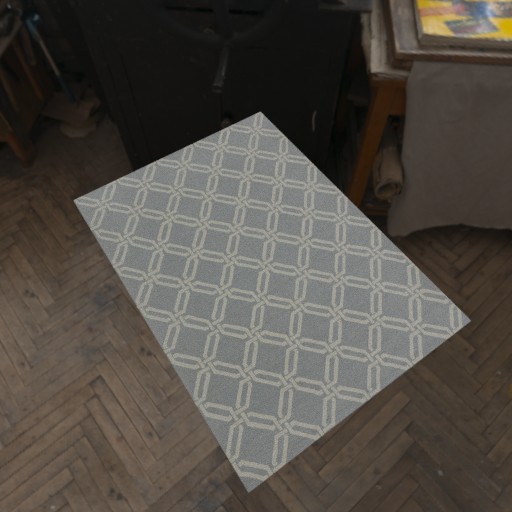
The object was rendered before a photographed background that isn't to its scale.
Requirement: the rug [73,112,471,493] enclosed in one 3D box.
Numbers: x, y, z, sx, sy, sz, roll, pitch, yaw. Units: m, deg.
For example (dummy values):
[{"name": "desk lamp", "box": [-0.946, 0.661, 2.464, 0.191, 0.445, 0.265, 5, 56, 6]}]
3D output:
[{"name": "rug", "box": [0.000, 0.000, 4.383, 2.438, 0.013, 3.353, -30, 63, -17]}]
